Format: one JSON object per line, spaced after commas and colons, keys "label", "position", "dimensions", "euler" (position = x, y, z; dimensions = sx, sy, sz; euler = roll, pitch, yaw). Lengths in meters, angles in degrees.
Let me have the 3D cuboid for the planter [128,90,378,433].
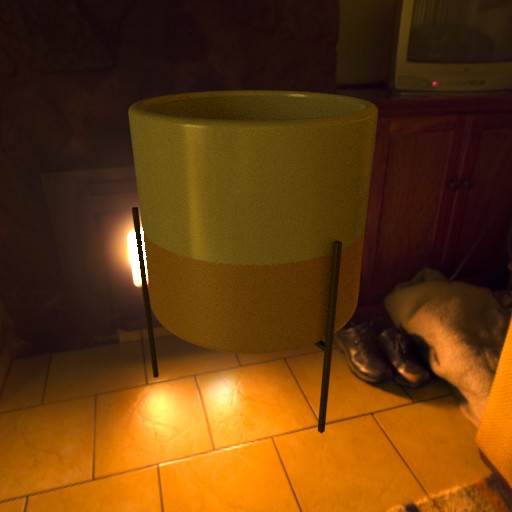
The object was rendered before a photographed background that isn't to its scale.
{"label": "planter", "position": [0.000, 0.000, 0.727], "dimensions": [0.348, 0.480, 0.360], "euler": [-18, 31, -32]}
